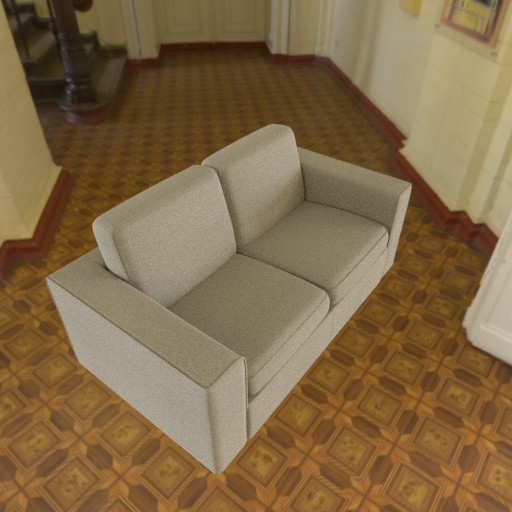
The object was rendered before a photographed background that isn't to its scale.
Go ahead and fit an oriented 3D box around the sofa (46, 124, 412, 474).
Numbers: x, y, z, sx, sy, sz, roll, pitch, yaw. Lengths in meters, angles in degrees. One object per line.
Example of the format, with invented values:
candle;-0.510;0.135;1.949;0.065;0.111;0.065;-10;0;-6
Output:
sofa;0.000;0.000;2.438;1.007;0.924;1.812;26;46;28
